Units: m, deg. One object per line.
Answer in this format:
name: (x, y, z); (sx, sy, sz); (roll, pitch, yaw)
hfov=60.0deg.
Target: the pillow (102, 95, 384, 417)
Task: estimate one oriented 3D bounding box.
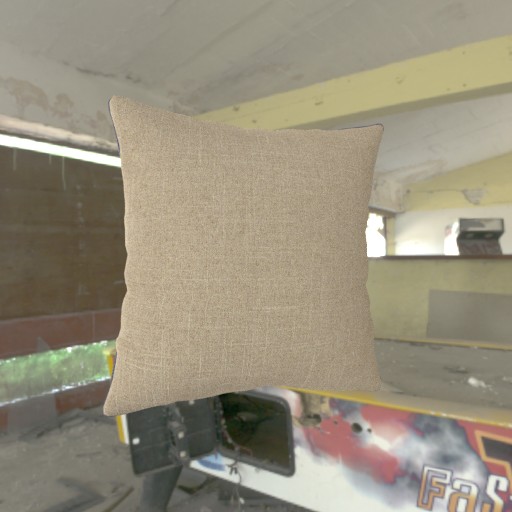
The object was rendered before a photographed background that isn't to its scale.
pillow: (0.000, 0.000, 0.675); (0.440, 0.441, 0.147); (0, -1, -18)
